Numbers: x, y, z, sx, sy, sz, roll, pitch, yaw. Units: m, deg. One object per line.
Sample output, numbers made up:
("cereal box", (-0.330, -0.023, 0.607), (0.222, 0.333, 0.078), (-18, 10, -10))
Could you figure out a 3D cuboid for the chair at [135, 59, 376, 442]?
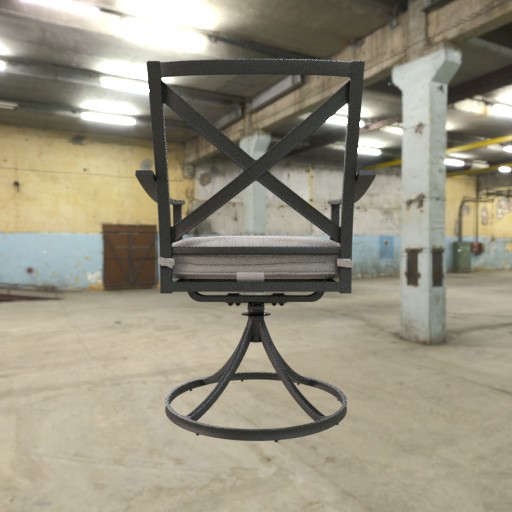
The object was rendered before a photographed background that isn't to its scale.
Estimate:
("chair", (0.000, 0.000, 1.288), (0.575, 0.889, 0.620), (0, 1, 0))
